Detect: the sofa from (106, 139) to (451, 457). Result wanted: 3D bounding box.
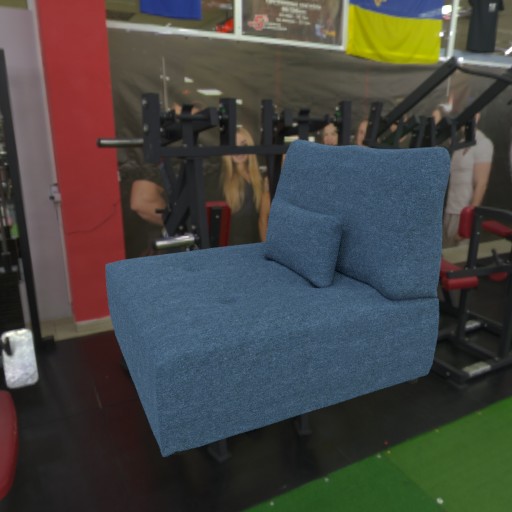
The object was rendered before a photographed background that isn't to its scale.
[{"bbox_3d":[0.000,0.000,1.680,1.000,0.820,0.930,-8,18,-24],"label":"sofa"}]
